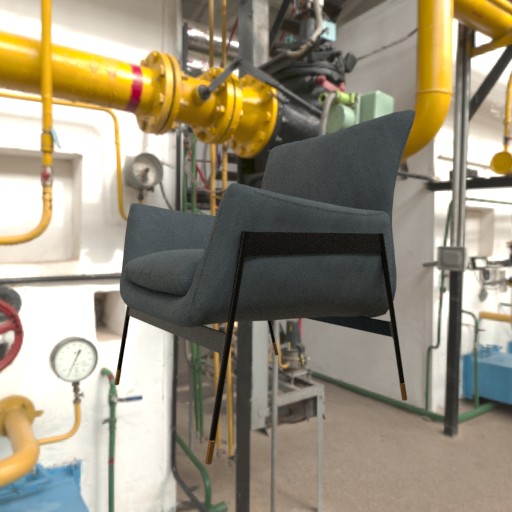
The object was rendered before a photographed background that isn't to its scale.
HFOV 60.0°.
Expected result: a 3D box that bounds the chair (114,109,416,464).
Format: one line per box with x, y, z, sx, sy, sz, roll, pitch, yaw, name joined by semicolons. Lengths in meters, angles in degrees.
0.000;0.000;1.385;0.709;0.858;0.678;-1;2;-35;chair
